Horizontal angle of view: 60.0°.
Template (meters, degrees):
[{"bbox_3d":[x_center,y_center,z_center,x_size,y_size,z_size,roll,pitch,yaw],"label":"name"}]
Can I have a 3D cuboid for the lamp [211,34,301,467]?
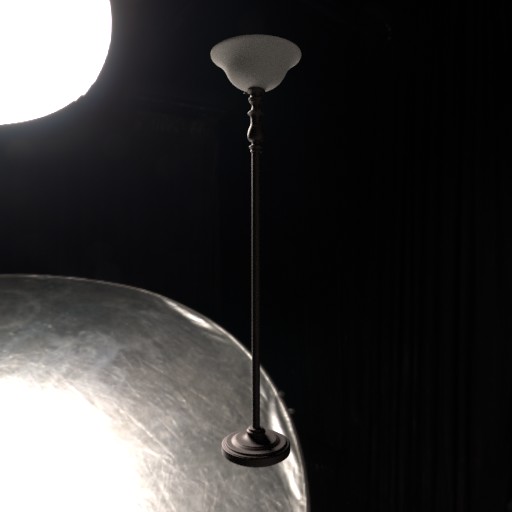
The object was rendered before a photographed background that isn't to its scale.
[{"bbox_3d":[0.000,0.000,2.008,0.405,1.797,0.405,-1,1,-34],"label":"lamp"}]
